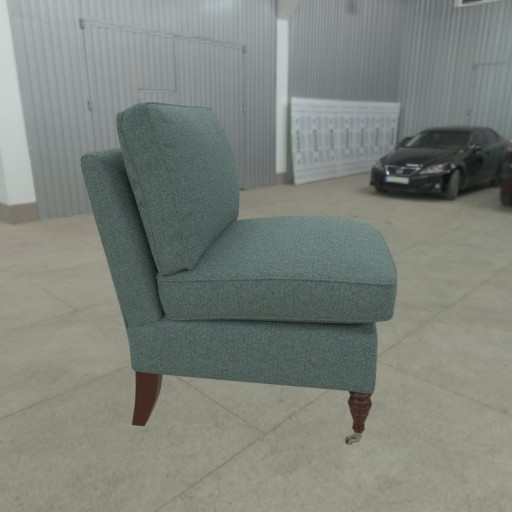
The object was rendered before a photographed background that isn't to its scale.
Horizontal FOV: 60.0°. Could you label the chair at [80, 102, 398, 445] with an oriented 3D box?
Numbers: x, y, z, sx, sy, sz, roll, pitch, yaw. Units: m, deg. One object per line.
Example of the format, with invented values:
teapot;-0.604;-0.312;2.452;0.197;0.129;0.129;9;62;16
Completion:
chair;0.000;0.000;1.391;0.796;0.901;0.624;3;17;9
